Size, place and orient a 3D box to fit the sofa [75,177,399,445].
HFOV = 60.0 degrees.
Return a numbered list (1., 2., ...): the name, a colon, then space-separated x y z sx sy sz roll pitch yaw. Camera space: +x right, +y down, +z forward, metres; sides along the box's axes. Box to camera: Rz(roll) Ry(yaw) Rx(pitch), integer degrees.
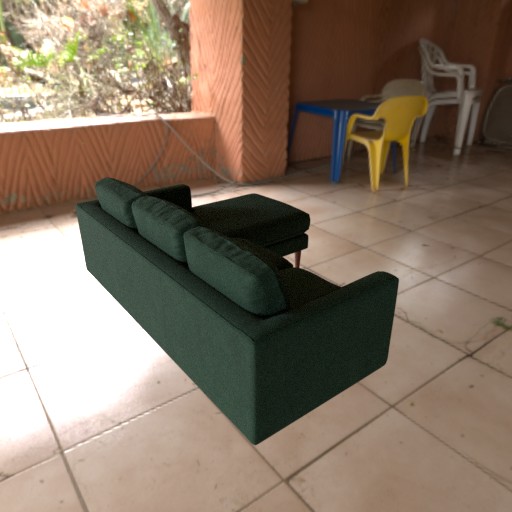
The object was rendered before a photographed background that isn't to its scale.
1. sofa: 0.000 0.000 2.834 1.580 0.899 2.030 -18 30 -34
